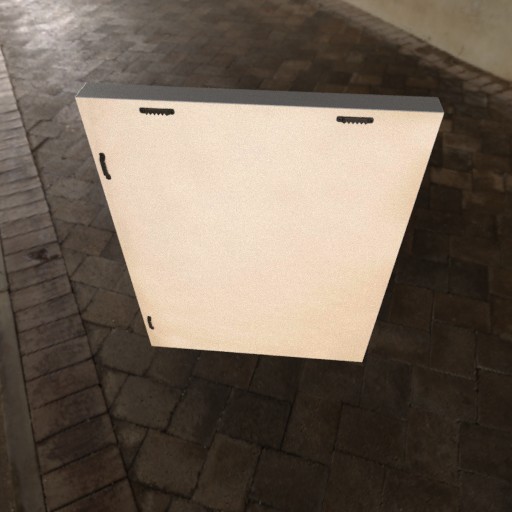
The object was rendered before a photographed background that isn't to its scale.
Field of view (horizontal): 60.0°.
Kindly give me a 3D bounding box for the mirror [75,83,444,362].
[{"bbox_3d":[0.000,0.000,0.677,0.405,0.508,0.041,4,46,3],"label":"mirror"}]
